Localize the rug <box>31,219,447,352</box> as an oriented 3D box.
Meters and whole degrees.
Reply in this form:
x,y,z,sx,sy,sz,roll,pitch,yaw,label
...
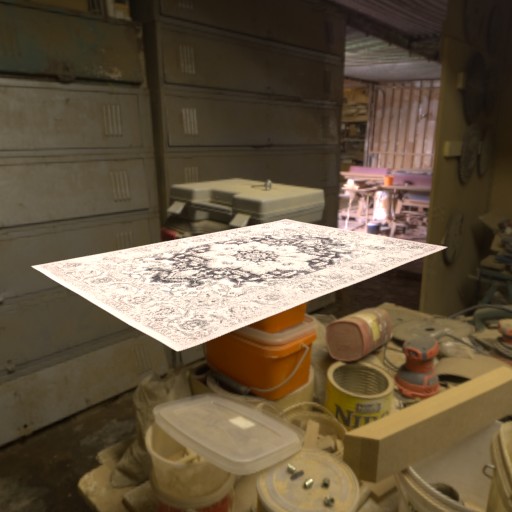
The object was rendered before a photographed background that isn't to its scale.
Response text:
x,y,z,sx,sy,sz,roll,pitch,yaw,label
0.000,0.000,2.294,1.813,0.008,1.223,-14,20,-42,rug
